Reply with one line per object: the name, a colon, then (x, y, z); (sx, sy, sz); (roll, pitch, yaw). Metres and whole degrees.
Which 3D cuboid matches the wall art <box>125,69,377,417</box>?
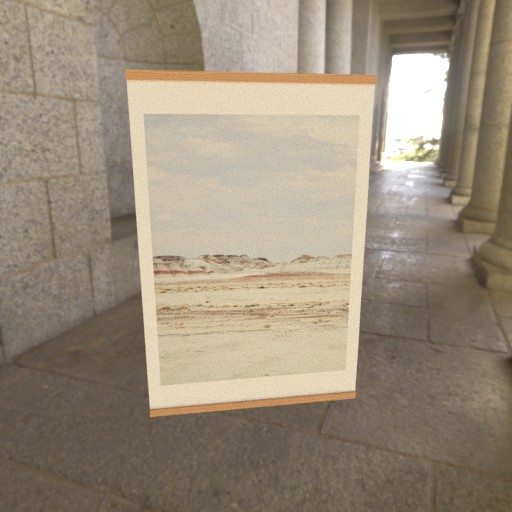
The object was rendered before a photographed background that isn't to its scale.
wall art: (0.000, 0.000, 1.974); (1.011, 1.521, 0.025); (-2, 15, -8)
